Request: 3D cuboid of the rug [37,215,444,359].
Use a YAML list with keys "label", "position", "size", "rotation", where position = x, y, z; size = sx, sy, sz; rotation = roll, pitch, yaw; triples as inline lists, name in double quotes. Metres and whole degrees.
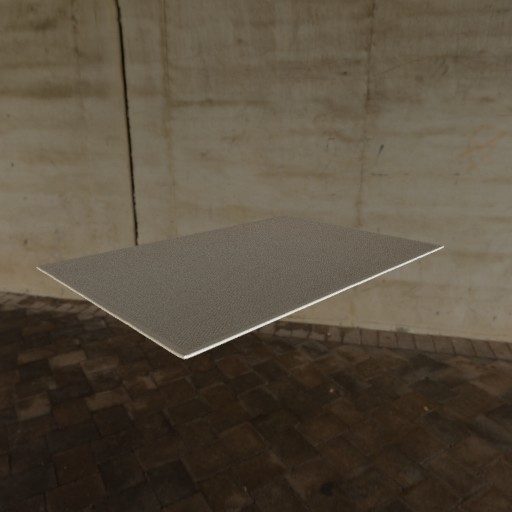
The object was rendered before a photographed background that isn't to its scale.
- label: "rug"
  position: [0.000, 0.000, 2.915]
  size: [2.244, 0.017, 1.532]
  rotation: [-16, 23, -42]
